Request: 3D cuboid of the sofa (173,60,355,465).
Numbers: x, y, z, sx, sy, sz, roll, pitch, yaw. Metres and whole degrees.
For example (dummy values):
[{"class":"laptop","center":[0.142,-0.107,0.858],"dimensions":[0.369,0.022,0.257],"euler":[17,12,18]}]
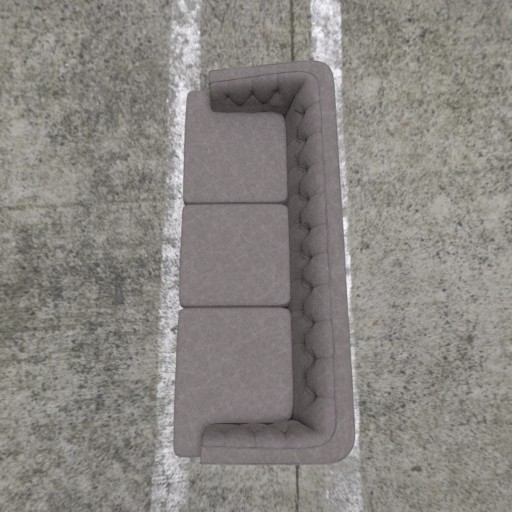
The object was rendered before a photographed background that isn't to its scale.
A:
[{"class":"sofa","center":[0.000,0.000,2.680],"dimensions":[0.917,0.806,2.247],"euler":[0,75,0]}]
